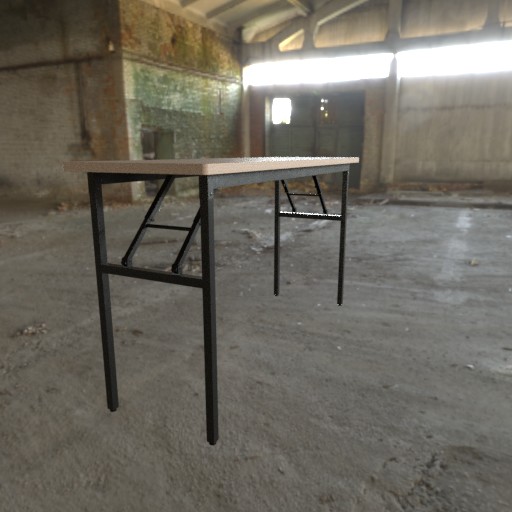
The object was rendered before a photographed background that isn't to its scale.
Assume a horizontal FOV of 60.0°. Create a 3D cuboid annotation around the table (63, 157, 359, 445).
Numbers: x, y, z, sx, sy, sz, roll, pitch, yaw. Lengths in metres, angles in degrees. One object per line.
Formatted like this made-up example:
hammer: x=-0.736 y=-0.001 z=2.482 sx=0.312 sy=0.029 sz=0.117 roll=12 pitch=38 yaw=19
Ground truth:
table: x=0.000 y=0.000 z=1.753 sx=0.447 sy=0.750 sz=1.397 roll=6 pitch=15 yaw=26
